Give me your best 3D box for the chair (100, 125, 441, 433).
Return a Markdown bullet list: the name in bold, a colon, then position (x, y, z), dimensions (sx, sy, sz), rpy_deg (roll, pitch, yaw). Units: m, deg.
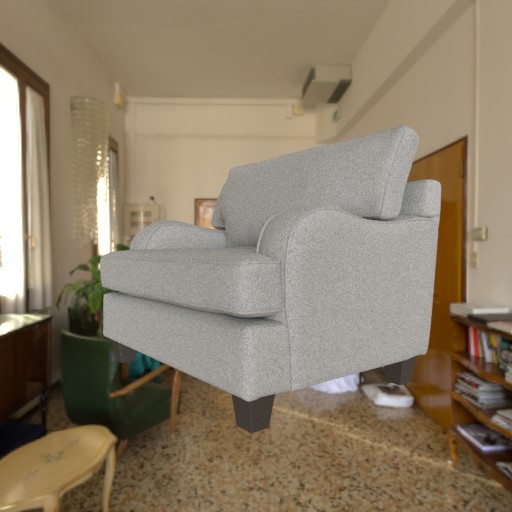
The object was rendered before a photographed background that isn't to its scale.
- **chair**: position (0.000, 0.000, 1.985), dimensions (1.040, 1.016, 1.220), rpy_deg (-1, 1, -38)
